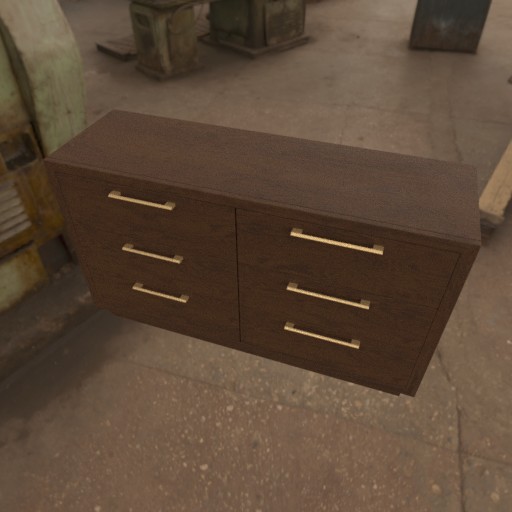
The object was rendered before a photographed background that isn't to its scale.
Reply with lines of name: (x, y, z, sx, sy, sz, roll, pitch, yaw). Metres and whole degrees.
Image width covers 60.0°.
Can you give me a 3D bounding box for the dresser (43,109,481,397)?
dresser: (0.000, 0.000, 1.911, 1.523, 0.889, 0.512, 13, 43, 14)
